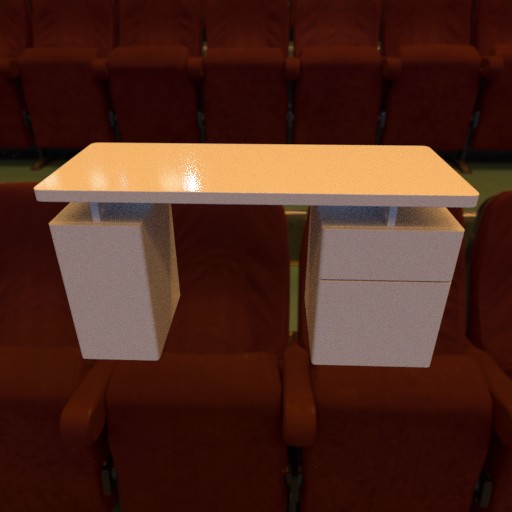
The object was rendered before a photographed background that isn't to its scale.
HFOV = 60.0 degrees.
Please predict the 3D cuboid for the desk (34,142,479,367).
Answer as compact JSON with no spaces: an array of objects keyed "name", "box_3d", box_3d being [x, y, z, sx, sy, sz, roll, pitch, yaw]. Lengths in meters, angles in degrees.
[{"name":"desk","box_3d":[0.000,0.000,1.798,1.400,0.762,0.550,1,30,2]}]
